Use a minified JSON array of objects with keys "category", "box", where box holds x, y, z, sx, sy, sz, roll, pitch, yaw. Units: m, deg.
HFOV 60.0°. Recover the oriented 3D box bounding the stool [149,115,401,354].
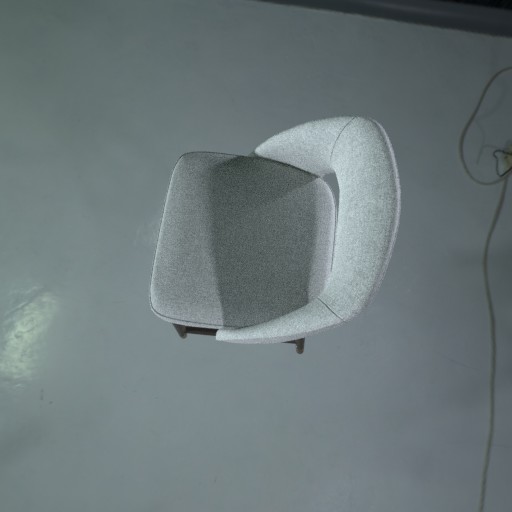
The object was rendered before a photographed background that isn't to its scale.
[{"category":"stool","box":[0.000,0.000,1.227,0.509,0.940,0.494,7,76,2]}]
